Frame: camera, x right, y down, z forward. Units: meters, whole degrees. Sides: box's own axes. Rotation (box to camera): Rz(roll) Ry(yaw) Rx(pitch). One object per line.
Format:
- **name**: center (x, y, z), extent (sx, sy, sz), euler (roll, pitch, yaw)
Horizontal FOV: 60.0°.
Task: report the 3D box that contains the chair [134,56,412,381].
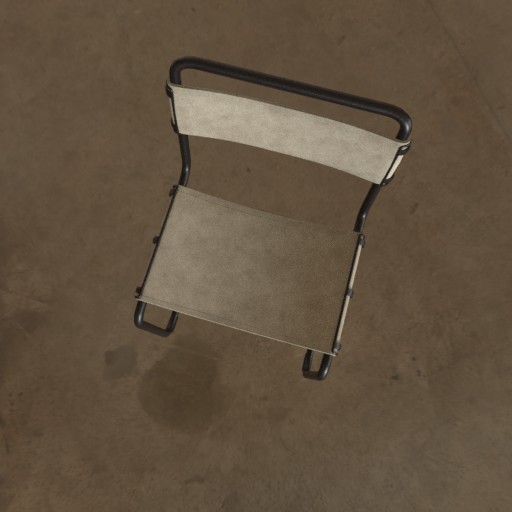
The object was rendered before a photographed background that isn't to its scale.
- **chair**: center (0.000, 0.000, 1.106), extent (0.499, 0.747, 0.497), euler (15, 76, 4)
